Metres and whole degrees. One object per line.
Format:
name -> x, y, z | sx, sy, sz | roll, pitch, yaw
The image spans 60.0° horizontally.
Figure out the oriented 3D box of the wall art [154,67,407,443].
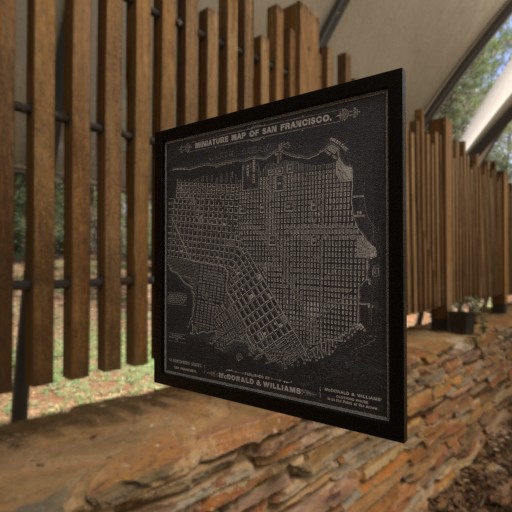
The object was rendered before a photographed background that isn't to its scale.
wall art -> 0.000, 0.000, 0.681 | 0.457, 0.458, 0.012 | -1, -1, 37
